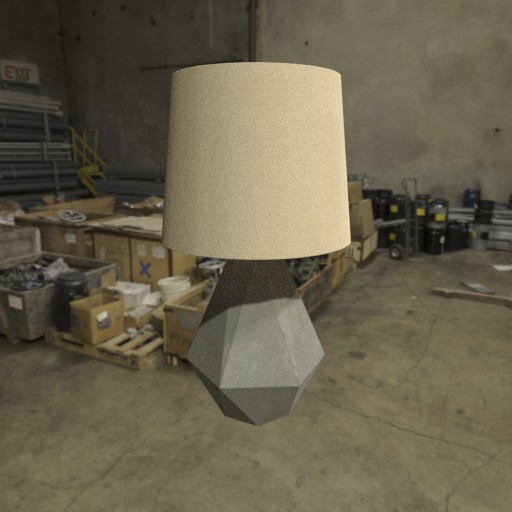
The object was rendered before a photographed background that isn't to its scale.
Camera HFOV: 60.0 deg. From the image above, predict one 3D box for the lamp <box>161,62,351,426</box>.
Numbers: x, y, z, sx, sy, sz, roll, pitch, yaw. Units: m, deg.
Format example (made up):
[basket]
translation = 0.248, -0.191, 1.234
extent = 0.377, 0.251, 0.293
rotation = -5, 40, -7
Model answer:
[lamp]
translation = 0.000, 0.000, 0.666
extent = 0.276, 0.501, 0.276
rotation = 0, 14, 0
